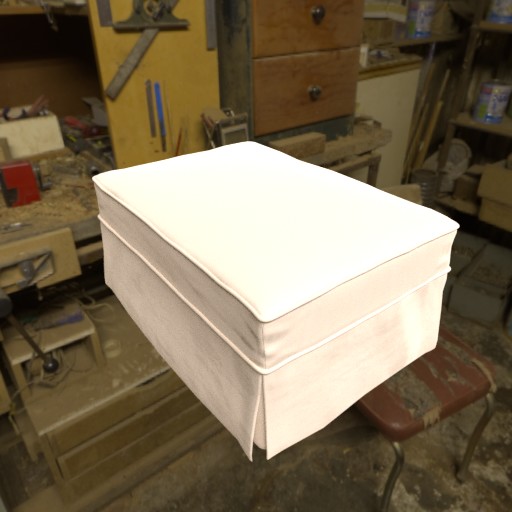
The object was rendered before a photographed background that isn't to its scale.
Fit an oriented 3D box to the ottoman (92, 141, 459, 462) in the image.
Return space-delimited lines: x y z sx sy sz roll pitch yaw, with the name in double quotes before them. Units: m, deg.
"ottoman" 0.000 0.000 1.357 0.703 0.479 0.944 -21 37 -31
